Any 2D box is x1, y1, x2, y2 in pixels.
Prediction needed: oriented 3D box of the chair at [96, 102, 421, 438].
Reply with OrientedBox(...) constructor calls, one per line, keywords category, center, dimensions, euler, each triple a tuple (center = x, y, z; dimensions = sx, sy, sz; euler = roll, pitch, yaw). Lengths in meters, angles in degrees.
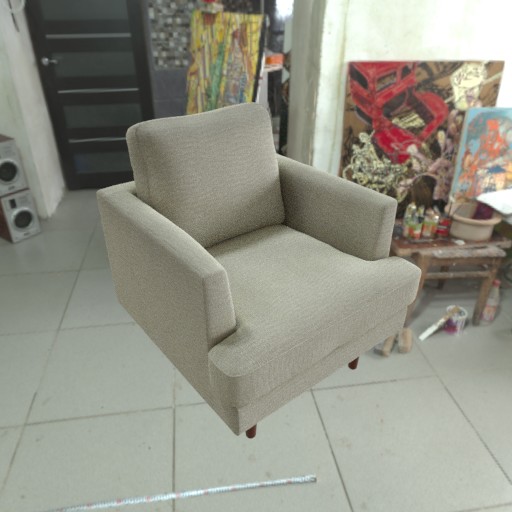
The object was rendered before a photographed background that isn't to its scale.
OrientedBox(category="chair", center=(0.000, 0.000, 1.657), dimensions=(0.858, 0.957, 0.899), euler=(-22, 37, -32))
